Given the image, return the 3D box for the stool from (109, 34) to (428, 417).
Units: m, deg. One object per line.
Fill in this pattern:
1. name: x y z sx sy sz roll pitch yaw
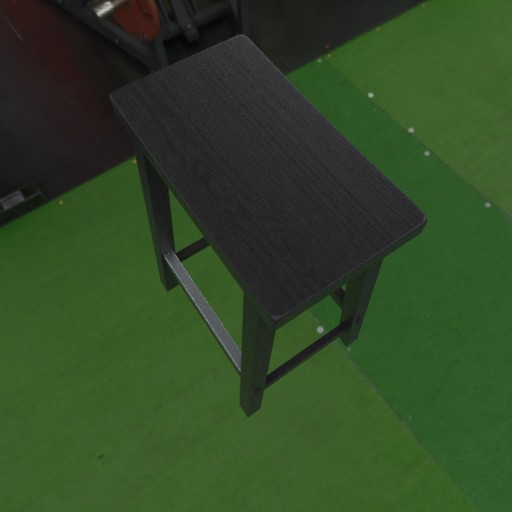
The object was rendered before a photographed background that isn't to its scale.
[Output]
1. stool: 0.000 0.000 0.848 0.322 0.610 0.406 -31 68 -15
